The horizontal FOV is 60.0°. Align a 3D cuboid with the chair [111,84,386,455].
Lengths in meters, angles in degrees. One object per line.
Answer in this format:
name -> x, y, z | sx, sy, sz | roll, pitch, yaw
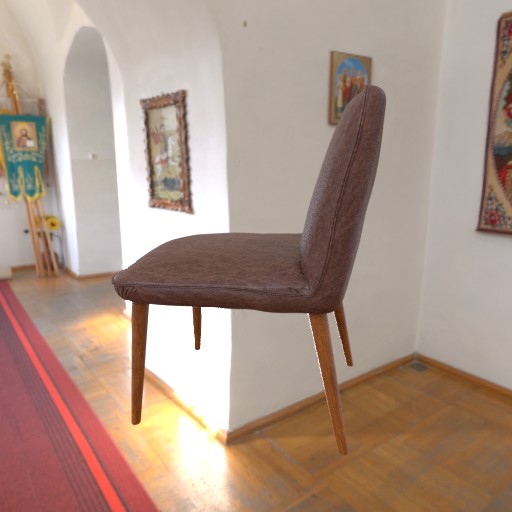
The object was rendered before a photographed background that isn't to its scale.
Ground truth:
chair -> 0.000, 0.000, 1.197 | 0.645, 0.803, 0.543 | 2, 13, 9
